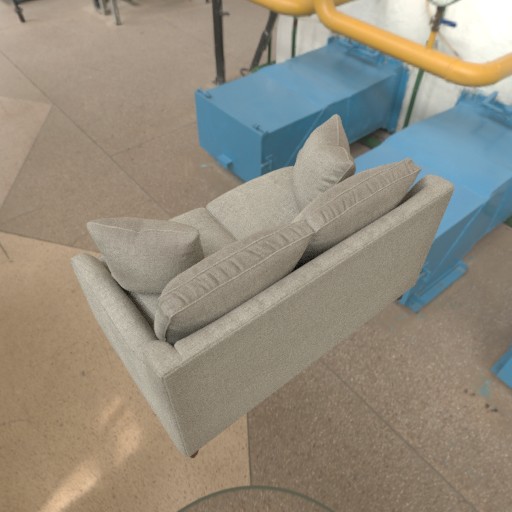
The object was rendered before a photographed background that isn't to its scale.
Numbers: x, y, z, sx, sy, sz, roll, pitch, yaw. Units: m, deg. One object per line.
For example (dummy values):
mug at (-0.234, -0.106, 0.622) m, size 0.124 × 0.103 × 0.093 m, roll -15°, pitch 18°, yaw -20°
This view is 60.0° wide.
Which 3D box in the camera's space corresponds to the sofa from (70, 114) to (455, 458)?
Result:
sofa at (0.000, 0.000, 2.031) m, size 1.422 × 0.863 × 0.915 m, roll -30°, pitch 54°, yaw -25°
